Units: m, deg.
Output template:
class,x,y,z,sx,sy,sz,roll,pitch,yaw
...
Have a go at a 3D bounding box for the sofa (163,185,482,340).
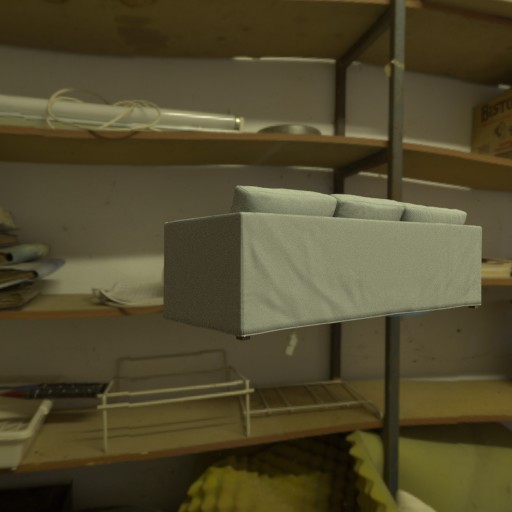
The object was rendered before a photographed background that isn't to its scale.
class,x,y,z,sx,sy,sz,roll,pitch,yaw
sofa,0.000,0.000,4.309,2.432,0.871,3.182,0,1,-35
